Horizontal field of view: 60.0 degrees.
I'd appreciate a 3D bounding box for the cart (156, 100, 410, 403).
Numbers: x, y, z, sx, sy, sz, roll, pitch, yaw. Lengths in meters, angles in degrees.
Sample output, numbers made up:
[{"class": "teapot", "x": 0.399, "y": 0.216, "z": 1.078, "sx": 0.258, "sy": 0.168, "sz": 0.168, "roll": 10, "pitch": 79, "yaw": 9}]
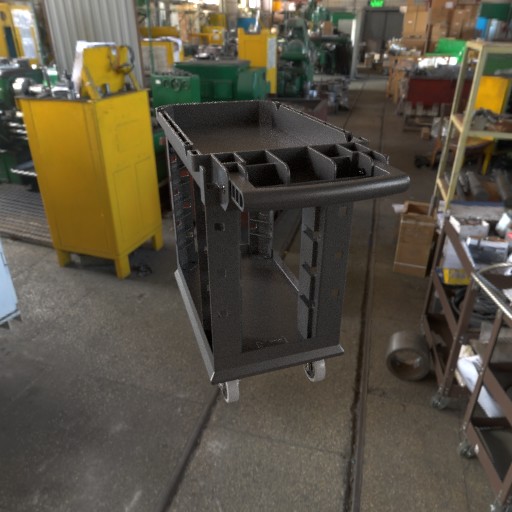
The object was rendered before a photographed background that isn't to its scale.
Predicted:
[{"class": "cart", "x": 0.000, "y": 0.000, "z": 1.561, "sx": 0.497, "sy": 0.884, "sz": 1.061, "roll": -9, "pitch": 29, "yaw": -16}]
